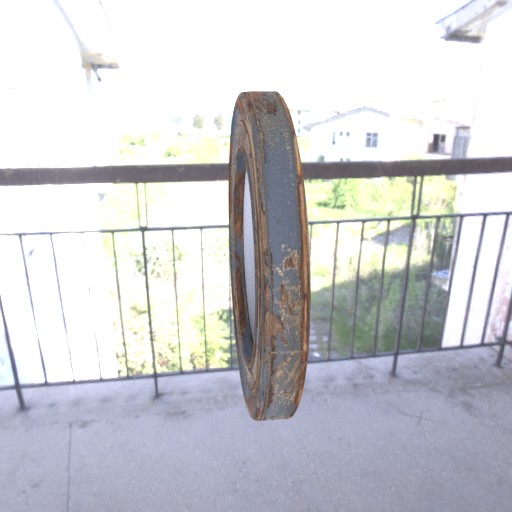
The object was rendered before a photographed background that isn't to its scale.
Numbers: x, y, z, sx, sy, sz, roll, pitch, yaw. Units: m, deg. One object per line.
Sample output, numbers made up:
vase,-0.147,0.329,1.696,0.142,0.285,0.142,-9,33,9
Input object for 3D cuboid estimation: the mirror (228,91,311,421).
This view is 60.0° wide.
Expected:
mirror,0.000,0.000,0.838,0.061,0.585,0.585,-2,18,-7
